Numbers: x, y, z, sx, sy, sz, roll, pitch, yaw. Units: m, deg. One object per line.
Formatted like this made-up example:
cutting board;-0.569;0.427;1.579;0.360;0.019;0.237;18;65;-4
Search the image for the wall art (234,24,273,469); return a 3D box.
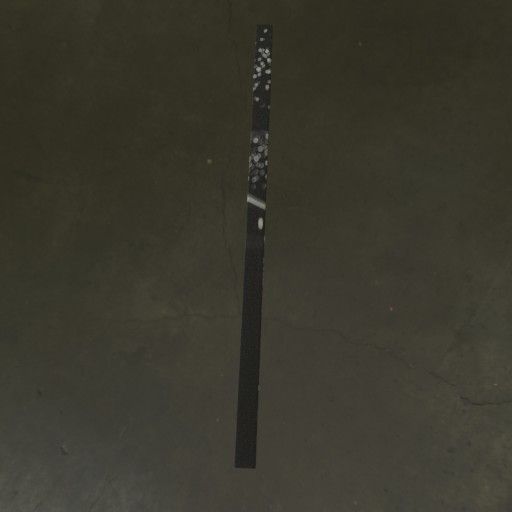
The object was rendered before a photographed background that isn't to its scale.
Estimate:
wall art;0.000;0.000;1.173;0.038;0.609;0.914;2;76;1
